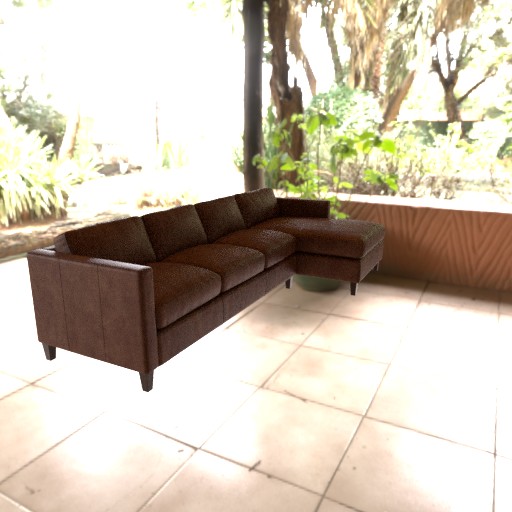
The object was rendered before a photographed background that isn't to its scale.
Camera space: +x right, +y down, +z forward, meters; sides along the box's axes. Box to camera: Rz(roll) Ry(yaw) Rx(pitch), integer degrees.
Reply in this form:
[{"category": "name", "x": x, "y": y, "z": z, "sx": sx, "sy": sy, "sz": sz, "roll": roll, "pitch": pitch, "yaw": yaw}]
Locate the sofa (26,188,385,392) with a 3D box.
[{"category": "sofa", "x": 0.000, "y": 0.000, "z": 3.849, "sx": 1.581, "sy": 0.883, "sz": 3.203, "roll": 7, "pitch": 16, "yaw": 26}]
